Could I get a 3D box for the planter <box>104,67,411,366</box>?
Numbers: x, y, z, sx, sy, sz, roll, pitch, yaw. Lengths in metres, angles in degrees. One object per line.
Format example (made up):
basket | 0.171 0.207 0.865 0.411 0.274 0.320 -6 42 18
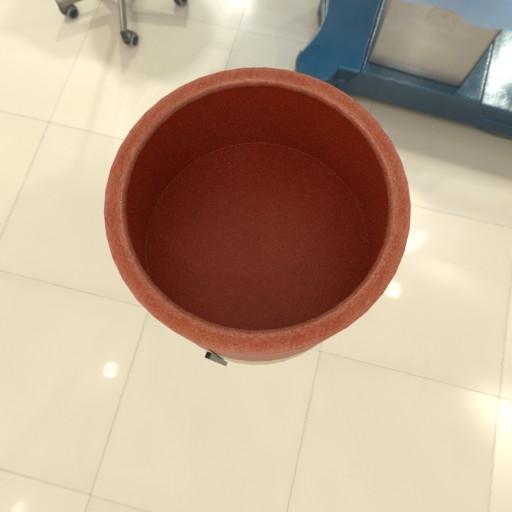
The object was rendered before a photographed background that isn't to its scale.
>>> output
planter | 0.000 0.000 0.713 0.345 0.465 0.354 20 76 5
